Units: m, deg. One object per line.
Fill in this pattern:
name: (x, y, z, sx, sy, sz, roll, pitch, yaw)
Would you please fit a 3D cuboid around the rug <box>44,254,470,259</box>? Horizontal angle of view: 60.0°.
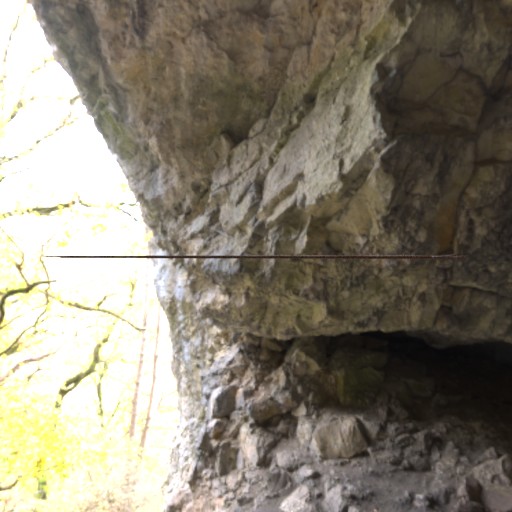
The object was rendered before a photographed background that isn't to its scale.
rug: (0.000, 0.000, 2.094, 1.718, 0.017, 0.905, 0, 0, 17)
